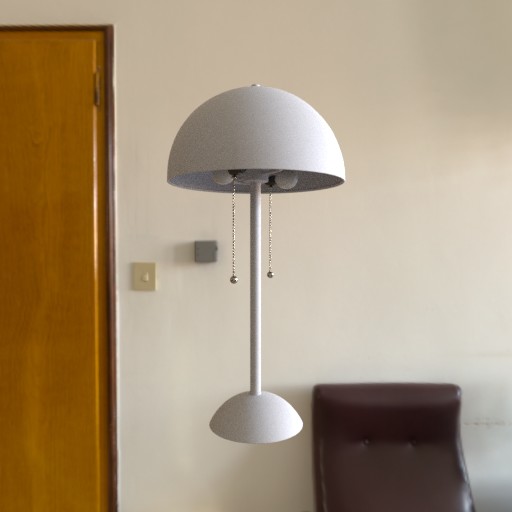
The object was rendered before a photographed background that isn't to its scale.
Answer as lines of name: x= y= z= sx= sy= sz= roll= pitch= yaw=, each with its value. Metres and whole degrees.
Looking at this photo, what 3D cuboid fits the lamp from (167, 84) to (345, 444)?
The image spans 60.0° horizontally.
lamp: x=0.000 y=0.000 z=0.434 sx=0.171 sy=0.330 sz=0.171 roll=0 pitch=1 yaw=0
